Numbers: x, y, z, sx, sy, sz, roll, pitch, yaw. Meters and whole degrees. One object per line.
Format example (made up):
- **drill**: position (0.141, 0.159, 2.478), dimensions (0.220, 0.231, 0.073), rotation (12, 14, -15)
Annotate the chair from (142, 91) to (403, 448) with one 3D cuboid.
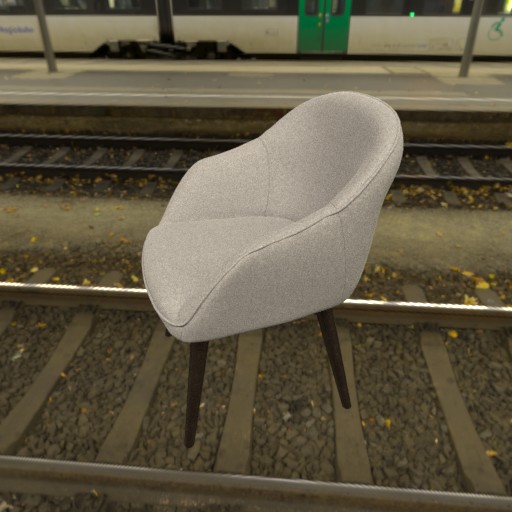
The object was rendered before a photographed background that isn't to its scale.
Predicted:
- **chair**: position (0.000, 0.000, 1.220), dimensions (0.611, 0.810, 0.589), rotation (-8, 31, -14)
